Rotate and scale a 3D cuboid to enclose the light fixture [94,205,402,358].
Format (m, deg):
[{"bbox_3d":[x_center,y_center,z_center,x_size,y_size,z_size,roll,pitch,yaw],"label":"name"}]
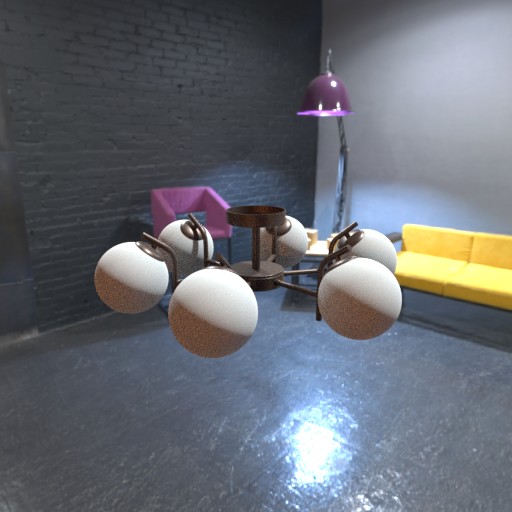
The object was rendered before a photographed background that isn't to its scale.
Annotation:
[{"bbox_3d":[0.000,0.000,0.955,0.662,0.201,0.662,0,15,0],"label":"light fixture"}]
